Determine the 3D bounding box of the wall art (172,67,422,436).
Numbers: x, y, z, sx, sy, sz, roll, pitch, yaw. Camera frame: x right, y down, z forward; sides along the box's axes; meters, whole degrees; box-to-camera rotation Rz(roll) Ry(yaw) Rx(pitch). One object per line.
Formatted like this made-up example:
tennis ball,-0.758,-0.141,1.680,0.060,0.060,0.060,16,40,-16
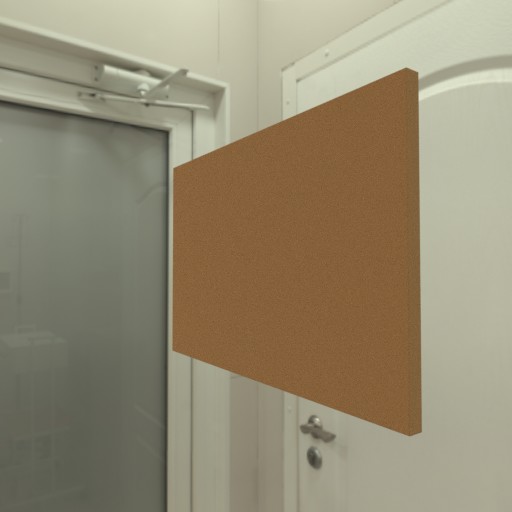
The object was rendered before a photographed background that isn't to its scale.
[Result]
wall art,0.000,0.000,1.113,0.033,0.608,0.915,1,-2,-35
